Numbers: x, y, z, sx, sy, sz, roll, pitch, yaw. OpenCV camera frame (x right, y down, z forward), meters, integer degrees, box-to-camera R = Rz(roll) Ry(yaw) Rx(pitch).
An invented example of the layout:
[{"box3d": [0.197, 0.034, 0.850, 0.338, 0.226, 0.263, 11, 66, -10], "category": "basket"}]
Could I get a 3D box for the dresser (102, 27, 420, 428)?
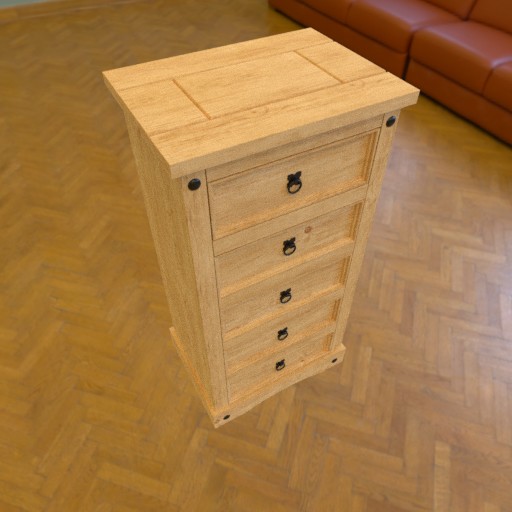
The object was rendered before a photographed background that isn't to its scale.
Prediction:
[{"box3d": [0.000, 0.000, 1.287, 0.531, 1.041, 0.390, -22, 50, -20], "category": "dresser"}]
